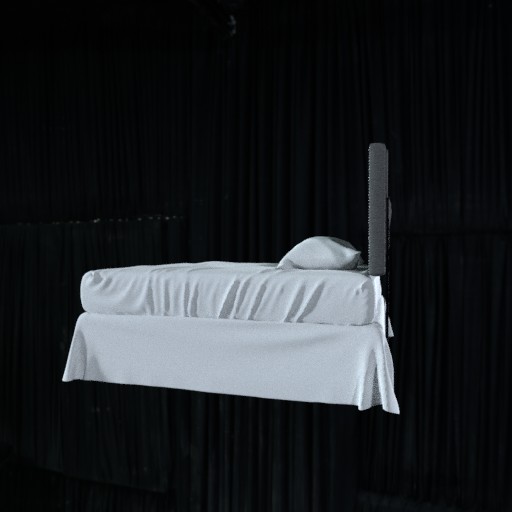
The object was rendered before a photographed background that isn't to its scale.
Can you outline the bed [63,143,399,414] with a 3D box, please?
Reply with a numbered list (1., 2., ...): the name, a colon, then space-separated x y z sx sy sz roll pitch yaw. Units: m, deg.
1. bed: 0.000 0.000 3.681 2.219 1.651 2.314 0 0 16
